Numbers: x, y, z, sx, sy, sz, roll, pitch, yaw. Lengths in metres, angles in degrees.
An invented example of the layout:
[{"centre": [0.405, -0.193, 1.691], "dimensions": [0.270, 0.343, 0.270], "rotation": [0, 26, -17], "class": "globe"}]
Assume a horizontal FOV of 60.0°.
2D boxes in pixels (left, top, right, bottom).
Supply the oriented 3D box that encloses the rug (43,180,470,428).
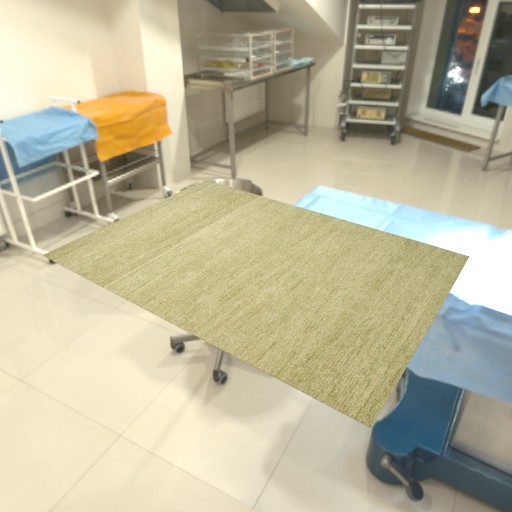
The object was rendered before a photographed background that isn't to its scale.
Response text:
[{"centre": [0.000, 0.000, 2.878], "dimensions": [2.270, 0.017, 1.606], "rotation": [20, 37, 30], "class": "rug"}]
